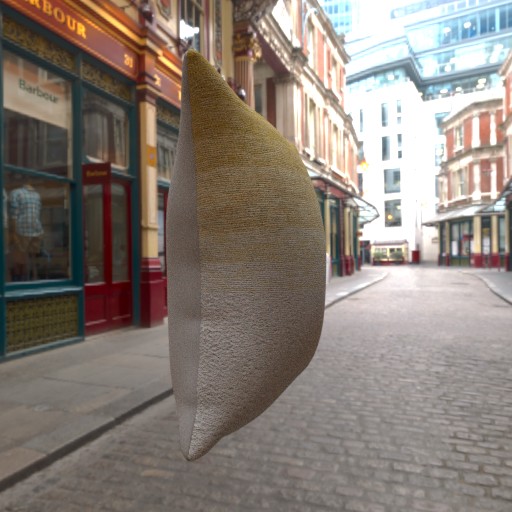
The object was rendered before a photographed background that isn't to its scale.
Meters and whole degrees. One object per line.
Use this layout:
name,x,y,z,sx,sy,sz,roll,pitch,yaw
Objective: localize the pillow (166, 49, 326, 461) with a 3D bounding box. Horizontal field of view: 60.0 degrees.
pillow,0.000,0.000,0.689,0.211,0.450,0.450,0,0,19
